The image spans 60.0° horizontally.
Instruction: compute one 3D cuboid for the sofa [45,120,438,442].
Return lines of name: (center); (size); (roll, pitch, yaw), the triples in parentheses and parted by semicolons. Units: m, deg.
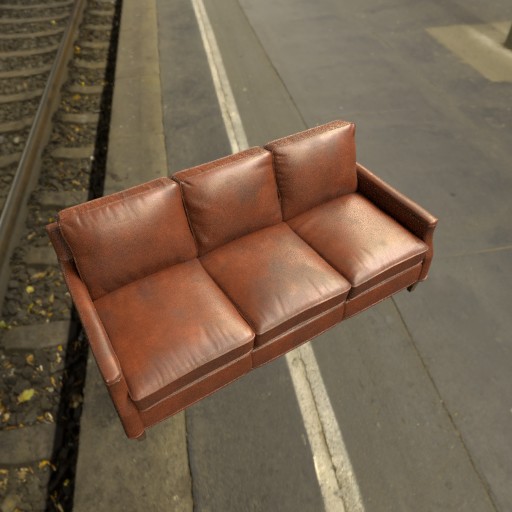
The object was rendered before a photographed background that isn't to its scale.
sofa: (0.000, 0.000, 2.831); (2.240, 1.003, 1.084); (-24, 50, -22)
